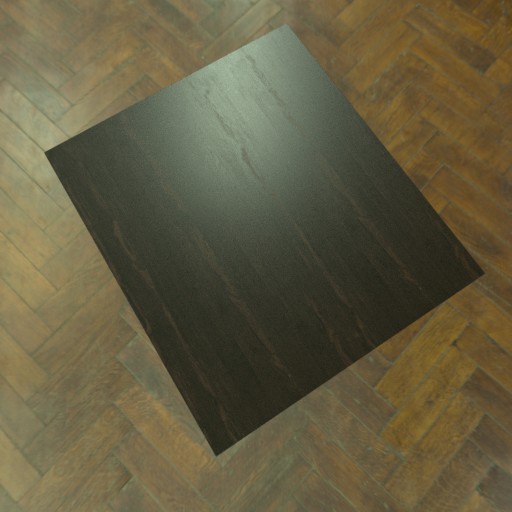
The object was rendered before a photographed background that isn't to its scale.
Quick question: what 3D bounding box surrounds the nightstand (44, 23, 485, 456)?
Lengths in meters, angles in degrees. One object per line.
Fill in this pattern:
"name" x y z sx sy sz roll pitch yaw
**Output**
"nightstand" 0.000 0.000 0.860 0.427 0.487 0.489 -32 77 -8
